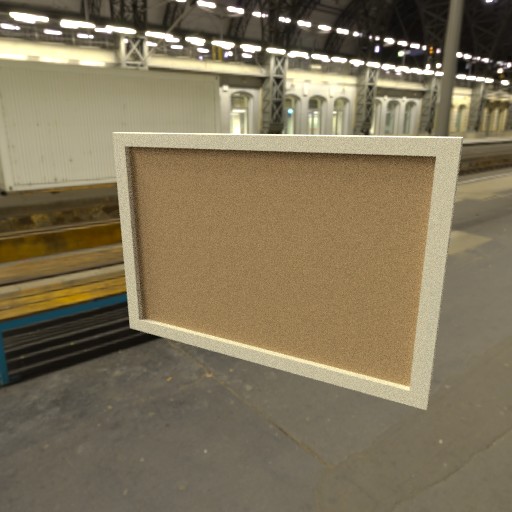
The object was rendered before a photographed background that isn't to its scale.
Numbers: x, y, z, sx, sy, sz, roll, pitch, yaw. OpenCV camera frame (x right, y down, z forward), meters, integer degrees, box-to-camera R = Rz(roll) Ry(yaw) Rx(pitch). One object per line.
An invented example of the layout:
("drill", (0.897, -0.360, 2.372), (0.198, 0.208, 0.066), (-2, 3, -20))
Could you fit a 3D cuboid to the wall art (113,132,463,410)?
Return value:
("wall art", (0.000, 0.000, 1.449), (1.144, 0.767, 0.038), (9, 19, 27))
